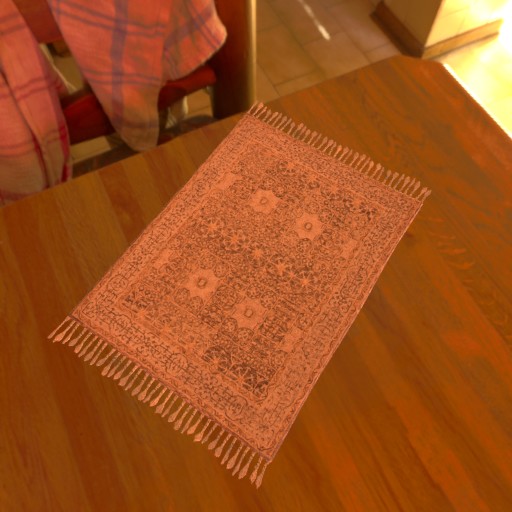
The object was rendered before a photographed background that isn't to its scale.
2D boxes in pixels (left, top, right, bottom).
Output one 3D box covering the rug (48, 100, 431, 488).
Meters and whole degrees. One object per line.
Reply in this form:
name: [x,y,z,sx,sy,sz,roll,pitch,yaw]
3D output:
rug: [0.000,0.000,3.109,1.619,0.023,2.465,31,68,14]
